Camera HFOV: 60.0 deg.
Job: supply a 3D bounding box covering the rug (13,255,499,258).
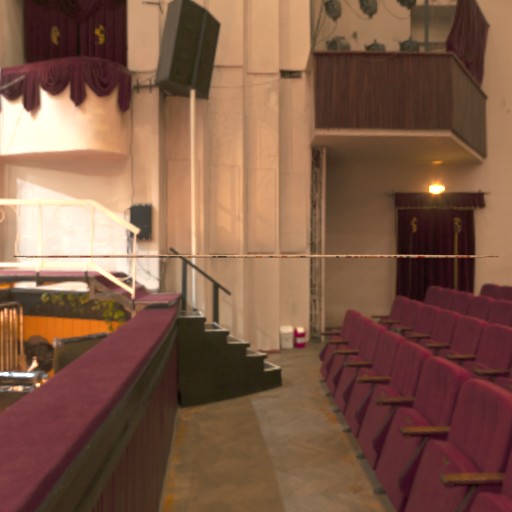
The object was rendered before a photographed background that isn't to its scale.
[{"bbox_3d":[0.000,0.000,3.105,2.584,0.010,1.523,0,0,0],"label":"rug"}]
